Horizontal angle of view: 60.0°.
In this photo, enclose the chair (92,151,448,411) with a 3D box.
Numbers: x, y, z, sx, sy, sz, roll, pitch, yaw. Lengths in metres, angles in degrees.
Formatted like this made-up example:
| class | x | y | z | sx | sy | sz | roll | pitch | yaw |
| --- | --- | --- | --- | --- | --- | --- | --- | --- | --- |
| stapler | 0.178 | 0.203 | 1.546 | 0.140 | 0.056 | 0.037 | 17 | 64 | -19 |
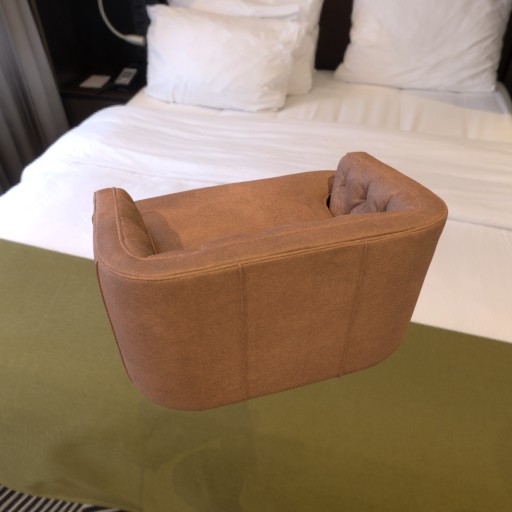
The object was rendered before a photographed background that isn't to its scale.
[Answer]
| class | x | y | z | sx | sy | sz | roll | pitch | yaw |
| --- | --- | --- | --- | --- | --- | --- | --- | --- | --- |
| chair | 0.000 | 0.000 | 1.720 | 1.118 | 0.787 | 0.914 | -11 | 42 | -13 |
